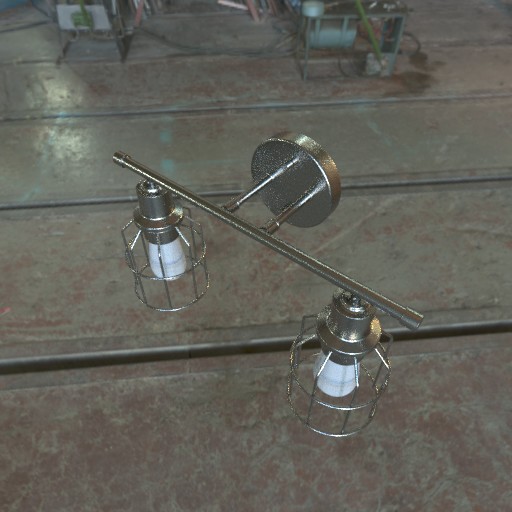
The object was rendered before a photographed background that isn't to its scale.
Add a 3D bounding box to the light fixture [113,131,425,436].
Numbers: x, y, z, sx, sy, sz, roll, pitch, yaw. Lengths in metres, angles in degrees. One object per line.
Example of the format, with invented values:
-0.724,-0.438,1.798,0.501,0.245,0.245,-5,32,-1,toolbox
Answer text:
0.000,0.000,0.534,0.406,0.254,0.165,30,53,26,light fixture
